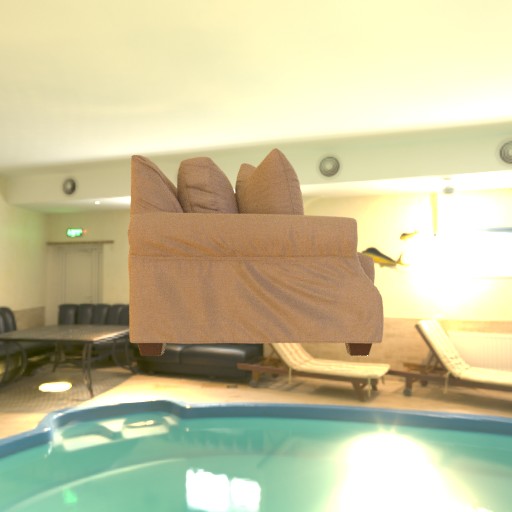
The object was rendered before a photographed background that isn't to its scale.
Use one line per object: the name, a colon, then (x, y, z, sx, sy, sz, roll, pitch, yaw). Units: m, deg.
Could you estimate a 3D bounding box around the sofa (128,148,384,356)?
sofa: (0.000, 0.000, 2.879, 1.067, 0.904, 2.285, 0, -2, 0)
